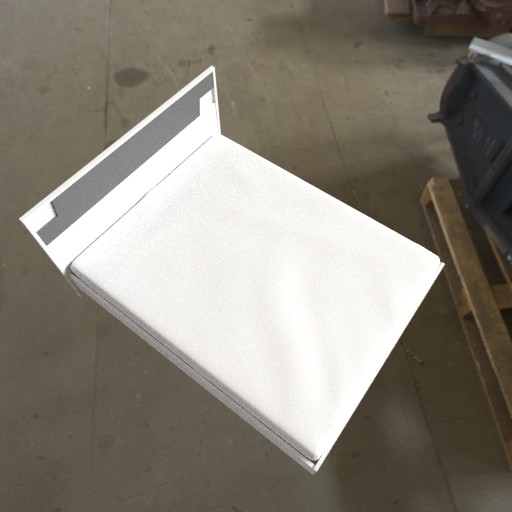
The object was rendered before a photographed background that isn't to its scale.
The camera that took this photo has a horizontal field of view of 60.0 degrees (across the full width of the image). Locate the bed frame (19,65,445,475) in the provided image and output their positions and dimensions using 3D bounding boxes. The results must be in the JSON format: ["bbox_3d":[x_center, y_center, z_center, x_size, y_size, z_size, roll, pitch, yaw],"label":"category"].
[{"bbox_3d":[0.000,0.000,2.984,2.100,1.001,1.711,33,65,18],"label":"bed frame"}]
